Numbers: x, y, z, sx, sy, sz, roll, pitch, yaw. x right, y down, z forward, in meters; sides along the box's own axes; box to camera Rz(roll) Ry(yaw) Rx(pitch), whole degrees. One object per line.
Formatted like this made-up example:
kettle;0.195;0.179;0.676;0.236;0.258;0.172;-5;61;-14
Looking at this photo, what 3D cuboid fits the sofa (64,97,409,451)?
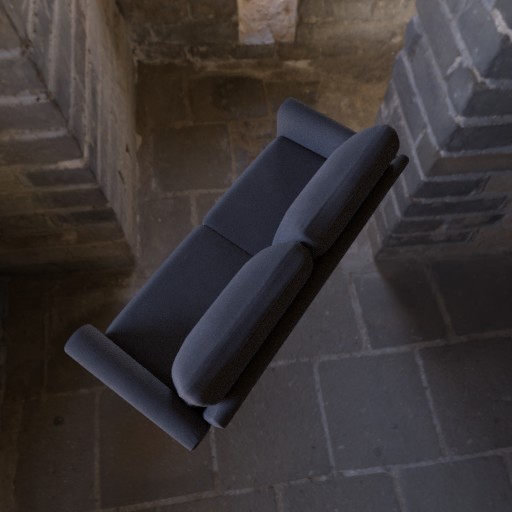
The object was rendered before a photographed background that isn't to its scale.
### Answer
sofa;0.000;0.000;2.416;0.842;0.942;1.935;33;68;15
